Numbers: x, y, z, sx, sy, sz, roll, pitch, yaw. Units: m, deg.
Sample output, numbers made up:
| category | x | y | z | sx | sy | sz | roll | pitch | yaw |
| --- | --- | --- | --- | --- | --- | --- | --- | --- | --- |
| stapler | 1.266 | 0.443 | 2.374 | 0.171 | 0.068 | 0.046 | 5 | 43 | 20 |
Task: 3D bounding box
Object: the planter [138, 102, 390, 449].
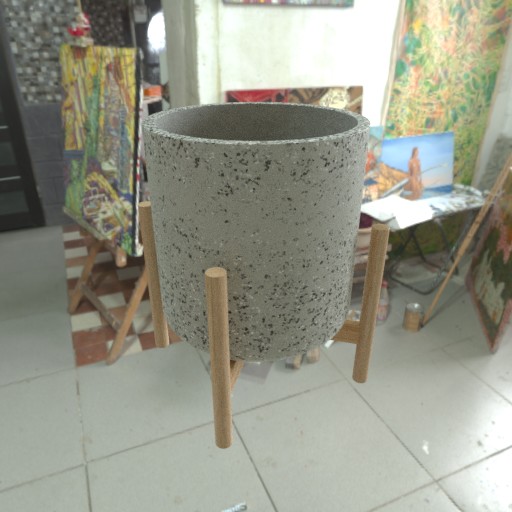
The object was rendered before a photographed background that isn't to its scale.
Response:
| category | x | y | z | sx | sy | sz | roll | pitch | yaw |
| --- | --- | --- | --- | --- | --- | --- | --- | --- | --- |
| planter | 0.000 | 0.000 | 0.696 | 0.360 | 0.419 | 0.360 | 19 | 33 | 33 |
